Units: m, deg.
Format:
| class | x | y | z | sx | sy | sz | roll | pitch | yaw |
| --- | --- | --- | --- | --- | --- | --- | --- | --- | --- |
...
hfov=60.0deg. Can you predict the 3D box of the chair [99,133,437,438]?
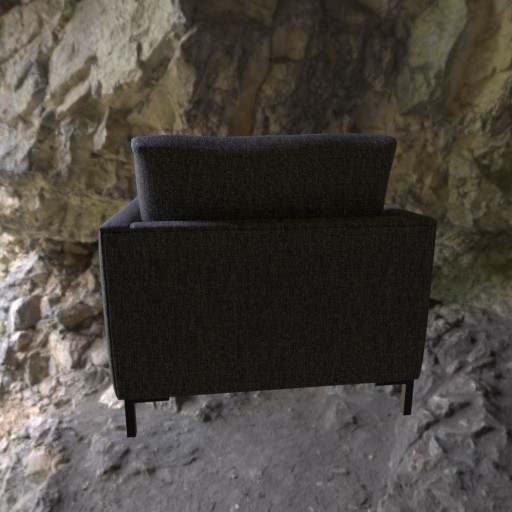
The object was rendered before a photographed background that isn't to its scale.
| class | x | y | z | sx | sy | sz | roll | pitch | yaw |
| --- | --- | --- | --- | --- | --- | --- | --- | --- | --- |
| chair | 0.000 | 0.000 | 1.647 | 0.963 | 0.861 | 0.866 | -2 | 13 | -7 |
